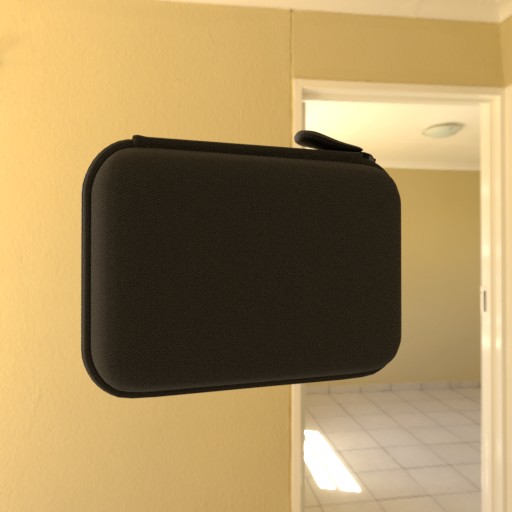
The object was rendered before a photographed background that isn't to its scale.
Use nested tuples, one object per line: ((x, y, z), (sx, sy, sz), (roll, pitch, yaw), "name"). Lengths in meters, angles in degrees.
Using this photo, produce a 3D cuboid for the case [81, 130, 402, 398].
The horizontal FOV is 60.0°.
((0.000, 0.000, 0.180), (0.132, 0.105, 0.038), (0, 0, -18), "case")
